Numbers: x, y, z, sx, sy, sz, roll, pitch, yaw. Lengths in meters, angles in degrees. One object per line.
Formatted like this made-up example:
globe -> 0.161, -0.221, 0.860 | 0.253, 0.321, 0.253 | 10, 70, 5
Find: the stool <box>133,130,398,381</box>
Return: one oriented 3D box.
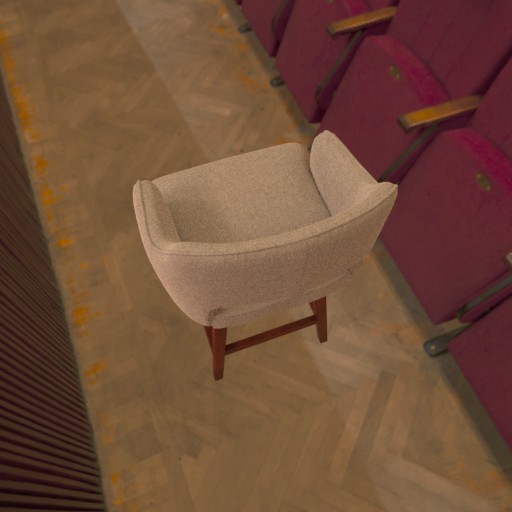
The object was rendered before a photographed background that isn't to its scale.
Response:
stool -> 0.000, 0.000, 1.348 | 0.599, 0.944, 0.558 | -17, 60, -10
